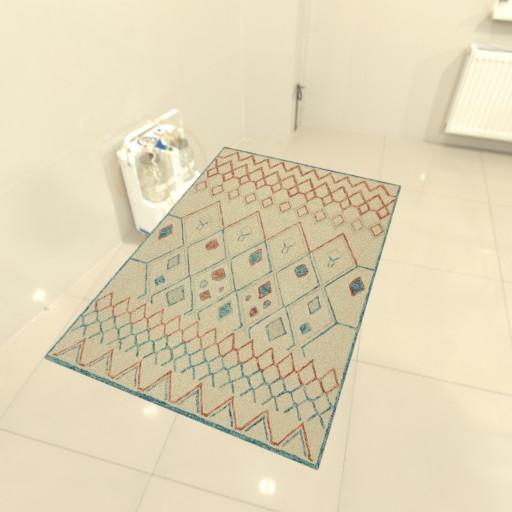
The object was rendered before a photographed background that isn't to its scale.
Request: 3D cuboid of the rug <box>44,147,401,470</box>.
[{"bbox_3d":[0.000,0.000,2.333,1.219,0.016,1.829,16,47,15],"label":"rug"}]
